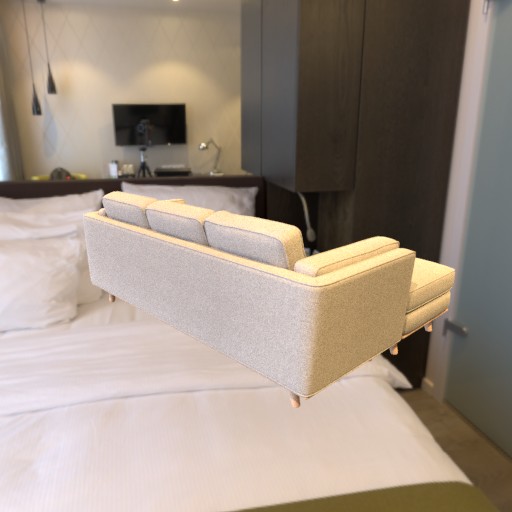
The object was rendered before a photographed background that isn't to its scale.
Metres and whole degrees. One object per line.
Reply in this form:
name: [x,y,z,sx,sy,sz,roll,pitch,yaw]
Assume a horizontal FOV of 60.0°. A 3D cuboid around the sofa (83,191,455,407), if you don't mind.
sofa: [0.000,0.000,3.310,1.604,0.929,2.411,-15,22,-42]
